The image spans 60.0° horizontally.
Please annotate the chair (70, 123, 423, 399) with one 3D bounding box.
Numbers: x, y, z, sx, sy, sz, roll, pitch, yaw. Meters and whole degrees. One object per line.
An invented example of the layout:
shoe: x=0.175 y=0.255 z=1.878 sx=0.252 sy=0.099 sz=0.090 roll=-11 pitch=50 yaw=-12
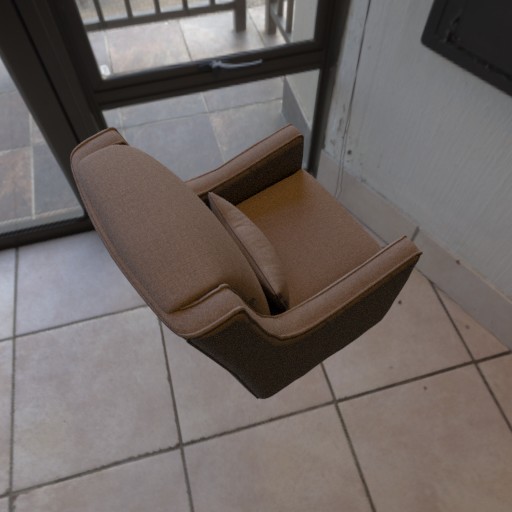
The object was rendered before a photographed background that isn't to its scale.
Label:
chair: x=0.000 y=0.000 z=1.578 sx=0.879 sy=0.993 sz=0.732 roll=-30 pitch=63 yaw=-17
